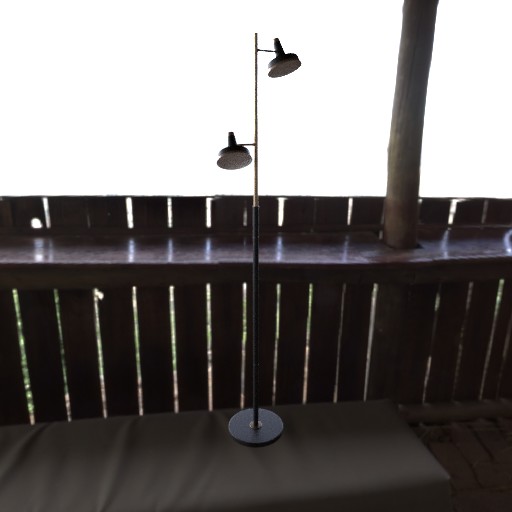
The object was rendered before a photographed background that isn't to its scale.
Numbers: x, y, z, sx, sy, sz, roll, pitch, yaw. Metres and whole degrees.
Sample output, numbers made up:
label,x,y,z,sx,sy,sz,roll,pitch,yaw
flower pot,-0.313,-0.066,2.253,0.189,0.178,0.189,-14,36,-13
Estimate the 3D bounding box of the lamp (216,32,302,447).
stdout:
label,x,y,z,sx,sy,sz,roll,pitch,yaw
lamp,0.000,0.000,1.829,0.351,1.674,0.253,-8,18,-26
